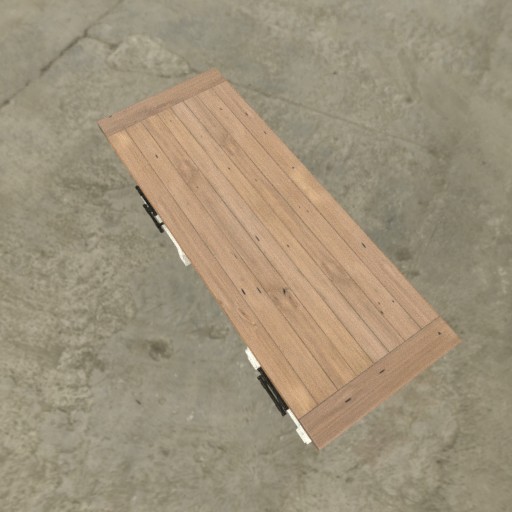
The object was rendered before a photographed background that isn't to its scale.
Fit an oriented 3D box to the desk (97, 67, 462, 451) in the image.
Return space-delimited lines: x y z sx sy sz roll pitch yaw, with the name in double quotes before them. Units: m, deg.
"desk" 0.000 0.000 2.286 0.688 0.760 1.803 -31 67 -15
